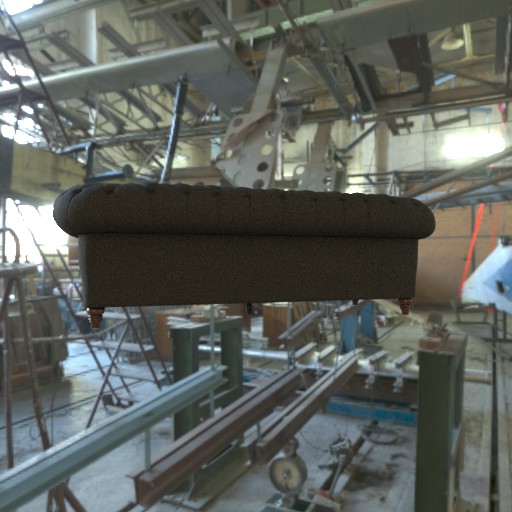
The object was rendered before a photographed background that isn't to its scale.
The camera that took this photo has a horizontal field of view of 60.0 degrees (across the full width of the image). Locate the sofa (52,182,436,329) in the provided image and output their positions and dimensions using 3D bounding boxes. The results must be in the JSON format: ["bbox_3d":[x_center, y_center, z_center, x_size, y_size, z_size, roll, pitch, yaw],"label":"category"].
[{"bbox_3d":[0.000,0.000,2.783,2.362,0.762,0.991,0,-1,-17],"label":"sofa"}]
